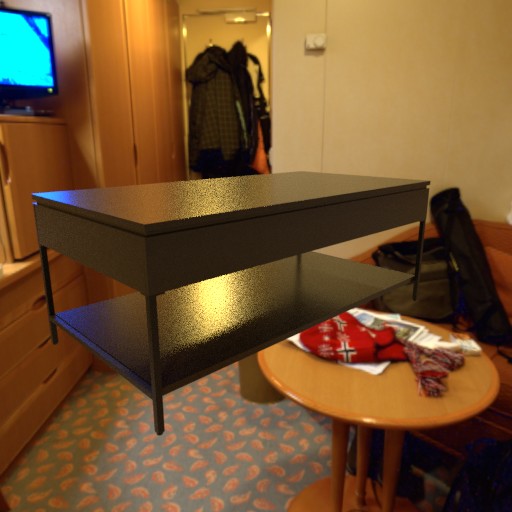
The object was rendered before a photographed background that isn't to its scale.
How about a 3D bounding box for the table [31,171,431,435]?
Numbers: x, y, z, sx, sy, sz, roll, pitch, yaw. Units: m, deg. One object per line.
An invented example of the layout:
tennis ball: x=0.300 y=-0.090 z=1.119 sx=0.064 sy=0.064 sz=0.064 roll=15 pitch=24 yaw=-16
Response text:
table: x=0.000 y=0.000 z=1.395 sx=1.095 sy=0.435 sz=0.574 roll=-14 pitch=21 yaw=-42
